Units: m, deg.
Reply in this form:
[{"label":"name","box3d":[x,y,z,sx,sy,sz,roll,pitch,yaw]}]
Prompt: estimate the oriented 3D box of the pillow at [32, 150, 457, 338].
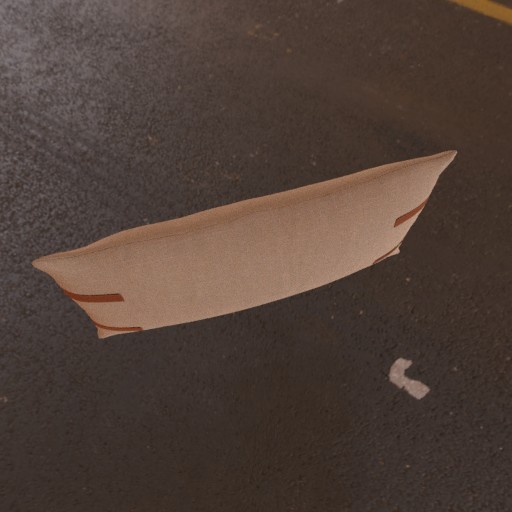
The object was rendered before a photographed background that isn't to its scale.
[{"label":"pillow","box3d":[0.000,0.000,0.730,0.612,0.308,0.148,-15,64,-8]}]
